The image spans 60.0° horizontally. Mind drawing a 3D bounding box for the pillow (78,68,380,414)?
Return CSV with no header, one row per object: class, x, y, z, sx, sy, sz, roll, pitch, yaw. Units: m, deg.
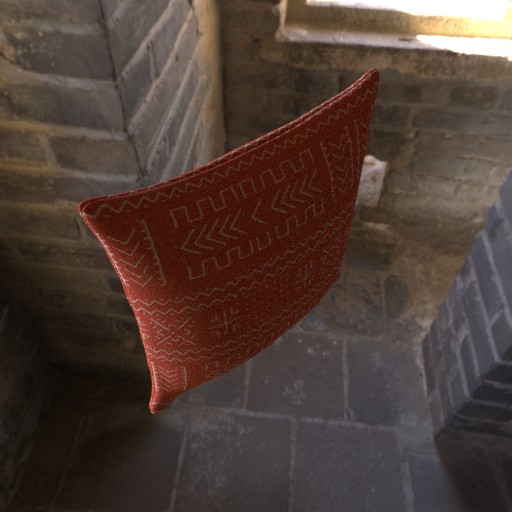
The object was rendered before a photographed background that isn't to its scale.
pillow,0.000,0.000,0.648,0.438,0.429,0.164,-32,54,-27
